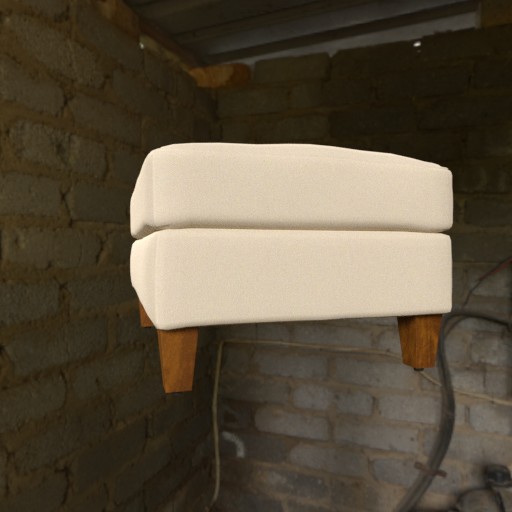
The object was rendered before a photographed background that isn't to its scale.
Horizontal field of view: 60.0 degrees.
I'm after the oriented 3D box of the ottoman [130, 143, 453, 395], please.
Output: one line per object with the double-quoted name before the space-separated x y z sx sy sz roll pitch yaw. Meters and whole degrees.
"ottoman" 0.000 0.000 1.200 0.634 0.485 0.818 0 1 -18
